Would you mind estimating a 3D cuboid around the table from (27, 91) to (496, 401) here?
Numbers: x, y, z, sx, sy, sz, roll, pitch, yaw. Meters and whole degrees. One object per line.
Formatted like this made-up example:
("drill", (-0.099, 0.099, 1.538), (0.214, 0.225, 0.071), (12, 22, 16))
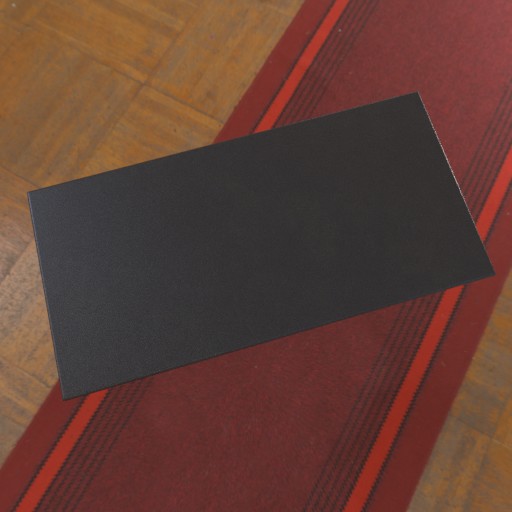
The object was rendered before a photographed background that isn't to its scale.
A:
("table", (0.000, 0.000, 1.391), (1.107, 0.510, 0.550), (-16, 76, -4))
